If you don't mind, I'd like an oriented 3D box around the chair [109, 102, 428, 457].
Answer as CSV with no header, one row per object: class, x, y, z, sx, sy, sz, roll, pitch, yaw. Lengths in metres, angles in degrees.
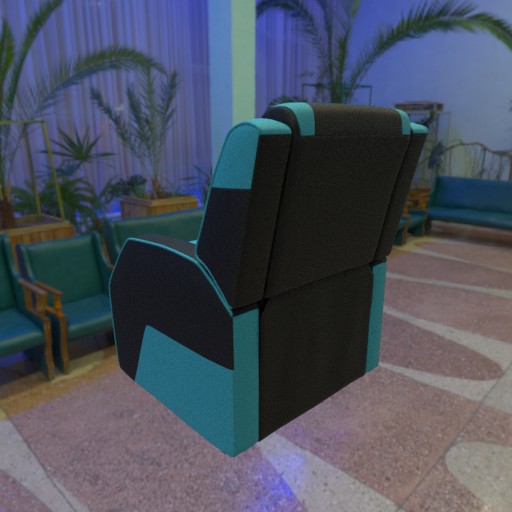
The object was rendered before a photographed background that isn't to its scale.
chair,0.000,0.000,1.277,0.620,0.805,0.672,-14,21,-41
